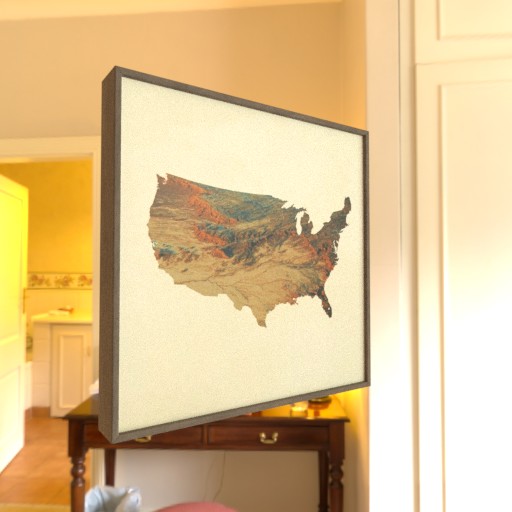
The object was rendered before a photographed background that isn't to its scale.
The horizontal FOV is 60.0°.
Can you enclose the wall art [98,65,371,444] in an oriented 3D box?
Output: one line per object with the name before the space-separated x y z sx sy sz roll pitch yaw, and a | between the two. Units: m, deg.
wall art | 0.000 0.000 0.454 0.303 0.302 0.038 1 -2 -35
